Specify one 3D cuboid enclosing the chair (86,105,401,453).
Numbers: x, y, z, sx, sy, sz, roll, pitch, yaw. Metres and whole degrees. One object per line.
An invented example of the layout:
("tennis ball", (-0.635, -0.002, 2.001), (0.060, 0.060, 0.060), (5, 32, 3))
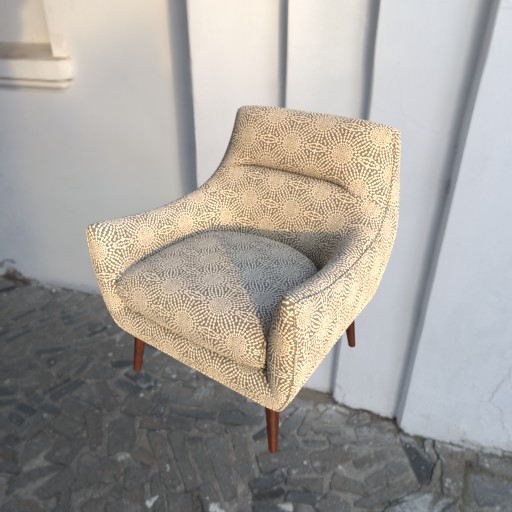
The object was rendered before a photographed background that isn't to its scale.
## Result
("chair", (0.000, 0.000, 1.505), (0.762, 0.838, 0.787), (19, 35, 30))
